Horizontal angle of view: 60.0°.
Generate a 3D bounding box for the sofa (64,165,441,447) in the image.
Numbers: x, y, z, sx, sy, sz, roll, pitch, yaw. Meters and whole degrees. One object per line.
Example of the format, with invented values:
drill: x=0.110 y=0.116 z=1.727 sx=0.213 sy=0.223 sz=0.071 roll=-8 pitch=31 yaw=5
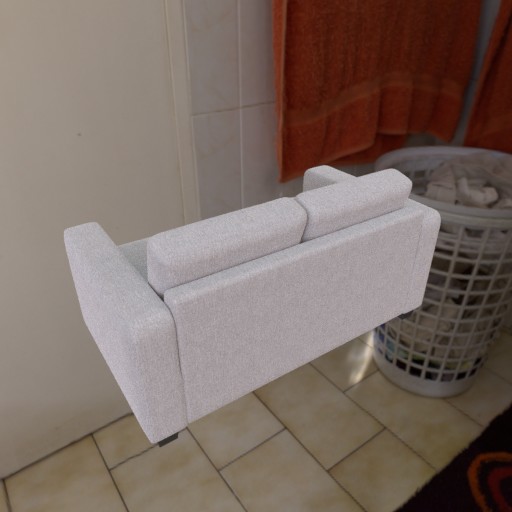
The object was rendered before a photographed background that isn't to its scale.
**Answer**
sofa: x=0.000 y=0.000 z=2.119 sx=1.540 sy=0.800 sz=0.900 roll=-19 pitch=35 yaw=-29
